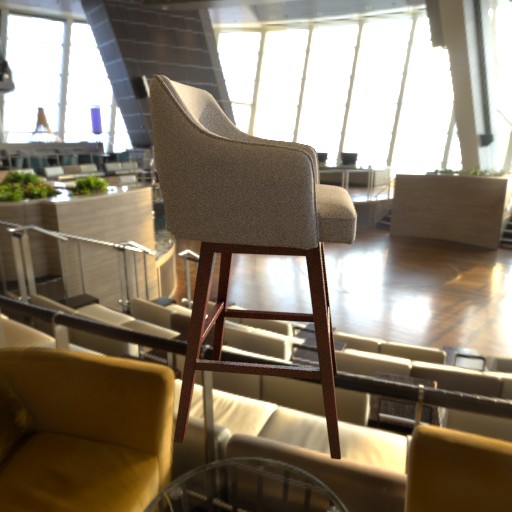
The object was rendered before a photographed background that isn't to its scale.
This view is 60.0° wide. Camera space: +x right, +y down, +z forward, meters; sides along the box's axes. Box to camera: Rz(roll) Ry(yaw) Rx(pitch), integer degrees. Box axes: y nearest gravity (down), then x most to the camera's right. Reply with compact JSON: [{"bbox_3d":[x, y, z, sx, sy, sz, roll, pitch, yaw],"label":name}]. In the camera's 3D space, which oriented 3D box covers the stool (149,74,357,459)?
[{"bbox_3d":[0.000,0.000,1.349,0.558,1.012,0.548,2,15,8],"label":"stool"}]
